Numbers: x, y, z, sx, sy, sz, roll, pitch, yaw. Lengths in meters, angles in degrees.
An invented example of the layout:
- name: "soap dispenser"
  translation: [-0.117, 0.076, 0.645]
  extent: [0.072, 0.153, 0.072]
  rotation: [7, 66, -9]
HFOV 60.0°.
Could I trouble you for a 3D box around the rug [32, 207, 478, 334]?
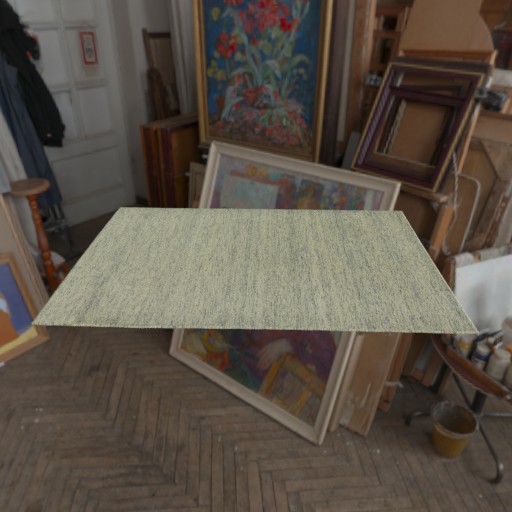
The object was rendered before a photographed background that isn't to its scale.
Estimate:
- name: "rug"
  translation: [0.000, 0.000, 2.356]
  extent: [1.846, 0.014, 1.243]
  rotation: [1, 29, 2]
